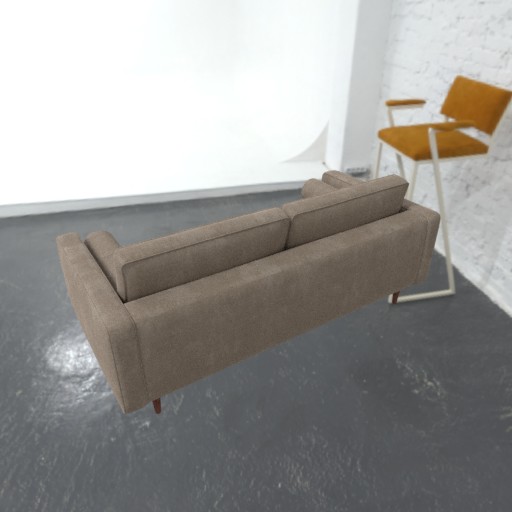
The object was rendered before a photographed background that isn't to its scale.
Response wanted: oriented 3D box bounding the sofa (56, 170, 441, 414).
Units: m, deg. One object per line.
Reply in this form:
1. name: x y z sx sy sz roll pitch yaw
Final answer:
1. sofa: 0.000 0.000 2.419 1.883 0.769 0.920 -18 35 -28
